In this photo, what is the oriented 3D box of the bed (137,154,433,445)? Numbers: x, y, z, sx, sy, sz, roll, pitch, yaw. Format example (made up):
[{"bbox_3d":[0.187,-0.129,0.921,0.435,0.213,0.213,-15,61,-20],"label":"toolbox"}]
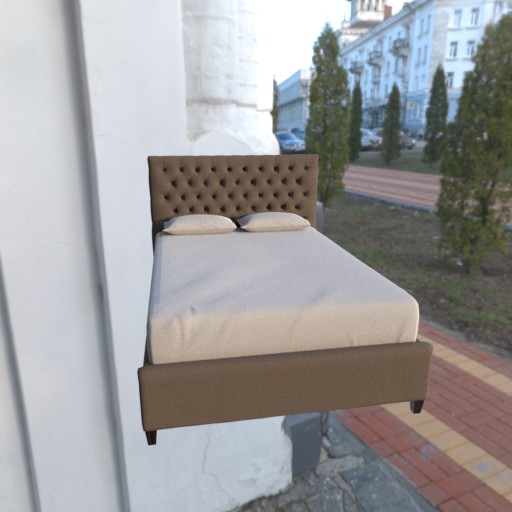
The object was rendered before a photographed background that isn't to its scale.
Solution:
[{"bbox_3d":[0.000,0.000,3.471,1.698,1.427,2.387,-3,16,-10],"label":"bed"}]
